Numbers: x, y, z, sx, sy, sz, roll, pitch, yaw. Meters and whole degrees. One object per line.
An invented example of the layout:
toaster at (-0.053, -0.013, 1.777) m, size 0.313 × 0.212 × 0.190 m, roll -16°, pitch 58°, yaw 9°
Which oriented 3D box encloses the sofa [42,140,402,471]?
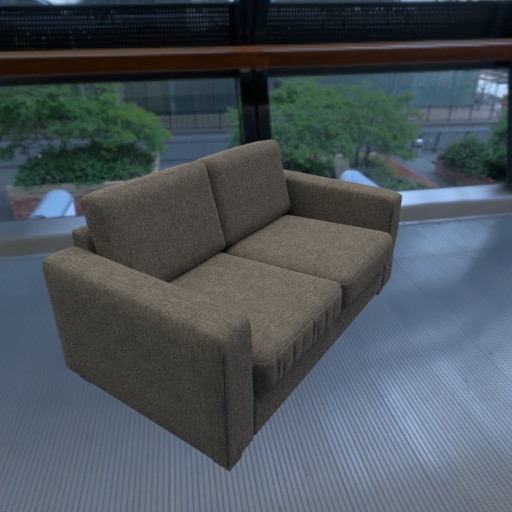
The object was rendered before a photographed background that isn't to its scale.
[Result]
sofa at (0.000, 0.000, 2.007) m, size 0.900 × 0.800 × 1.520 m, roll 17°, pitch 31°, yaw 31°
